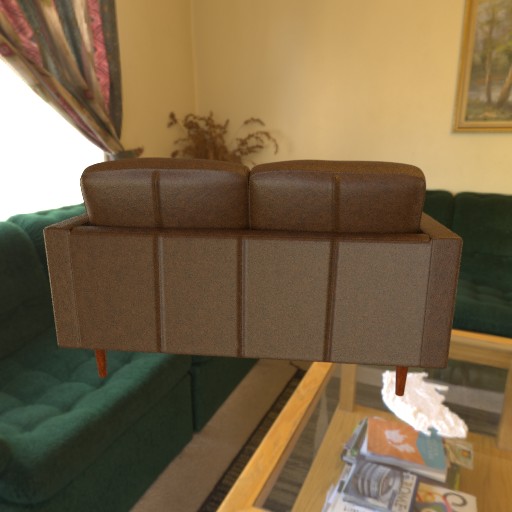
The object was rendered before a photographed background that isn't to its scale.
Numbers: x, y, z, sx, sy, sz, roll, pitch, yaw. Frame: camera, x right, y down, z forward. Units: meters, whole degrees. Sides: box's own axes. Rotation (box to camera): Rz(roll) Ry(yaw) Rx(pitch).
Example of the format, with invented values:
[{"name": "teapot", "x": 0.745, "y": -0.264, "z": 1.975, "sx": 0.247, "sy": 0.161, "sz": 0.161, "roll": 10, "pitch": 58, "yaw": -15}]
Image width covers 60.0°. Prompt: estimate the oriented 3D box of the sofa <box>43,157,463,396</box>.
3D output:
[{"name": "sofa", "x": 0.000, "y": 0.000, "z": 2.135, "sx": 1.578, "sy": 0.951, "sz": 0.909, "roll": 2, "pitch": 15, "yaw": 6}]
